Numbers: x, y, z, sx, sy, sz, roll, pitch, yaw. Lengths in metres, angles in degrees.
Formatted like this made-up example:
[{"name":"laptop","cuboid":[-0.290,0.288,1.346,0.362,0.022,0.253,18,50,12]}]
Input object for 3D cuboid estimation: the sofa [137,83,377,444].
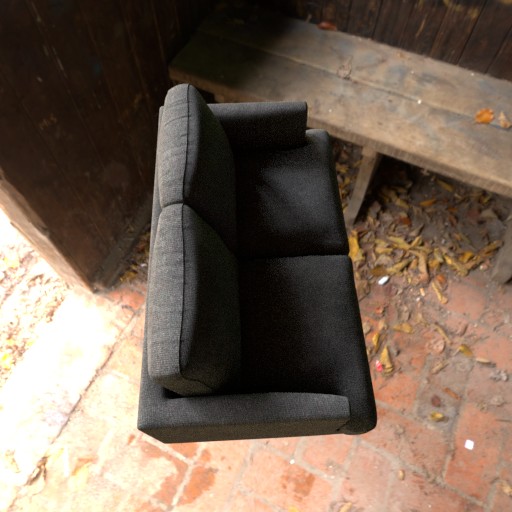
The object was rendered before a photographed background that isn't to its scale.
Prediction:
[{"name":"sofa","cuboid":[0.000,0.000,2.083,0.903,0.956,1.582,-3,62,-1]}]
